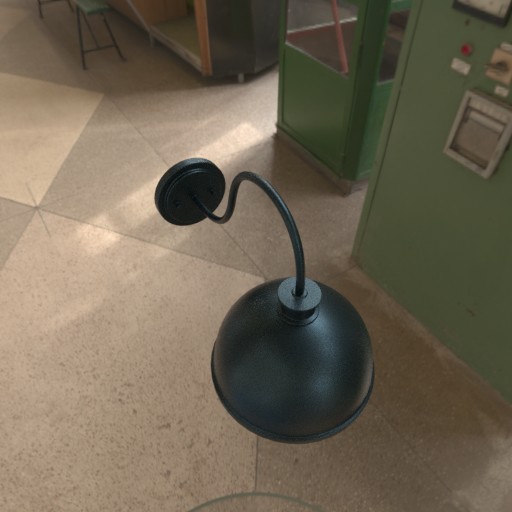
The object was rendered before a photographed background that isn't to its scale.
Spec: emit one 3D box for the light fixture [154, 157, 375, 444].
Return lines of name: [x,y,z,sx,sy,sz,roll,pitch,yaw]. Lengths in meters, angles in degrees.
light fixture: [0.000,0.000,0.653,0.253,0.295,0.467,-24,51,-21]
